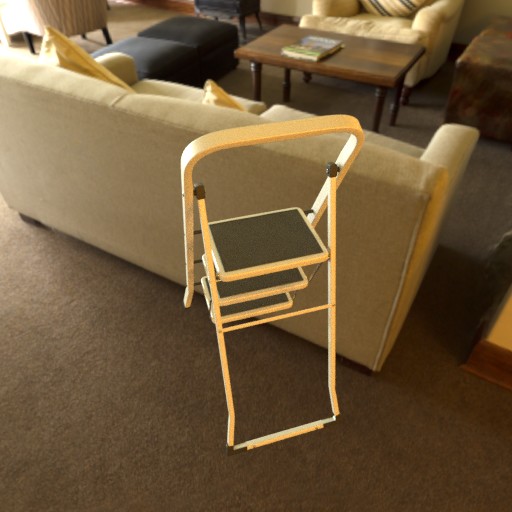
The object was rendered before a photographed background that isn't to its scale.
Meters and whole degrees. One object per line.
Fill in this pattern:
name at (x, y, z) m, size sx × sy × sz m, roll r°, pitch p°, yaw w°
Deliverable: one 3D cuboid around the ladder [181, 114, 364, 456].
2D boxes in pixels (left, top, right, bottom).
ladder at (0.000, 0.000, 1.387) m, size 0.460 × 1.050 × 0.711 m, roll -11°, pitch 43°, yaw -12°
